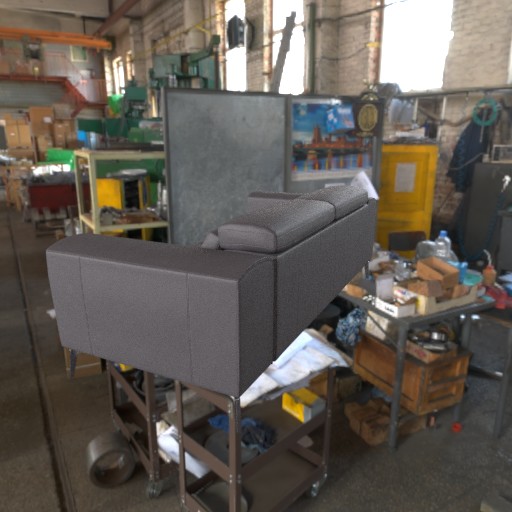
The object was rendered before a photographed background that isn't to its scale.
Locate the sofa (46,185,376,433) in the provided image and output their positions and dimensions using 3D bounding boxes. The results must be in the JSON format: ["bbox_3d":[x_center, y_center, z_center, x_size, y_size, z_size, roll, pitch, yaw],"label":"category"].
[{"bbox_3d":[0.000,0.000,2.866,1.048,0.814,2.330,8,17,26],"label":"sofa"}]
